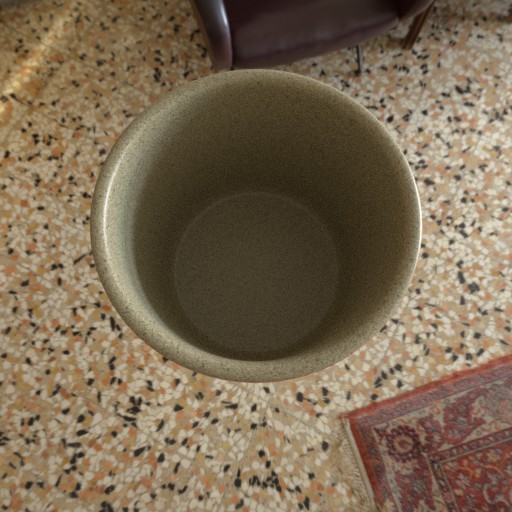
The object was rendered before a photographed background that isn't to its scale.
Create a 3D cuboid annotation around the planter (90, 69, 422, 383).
[{"bbox_3d":[0.000,0.000,0.349,0.191,0.200,0.191,0,75,0],"label":"planter"}]
